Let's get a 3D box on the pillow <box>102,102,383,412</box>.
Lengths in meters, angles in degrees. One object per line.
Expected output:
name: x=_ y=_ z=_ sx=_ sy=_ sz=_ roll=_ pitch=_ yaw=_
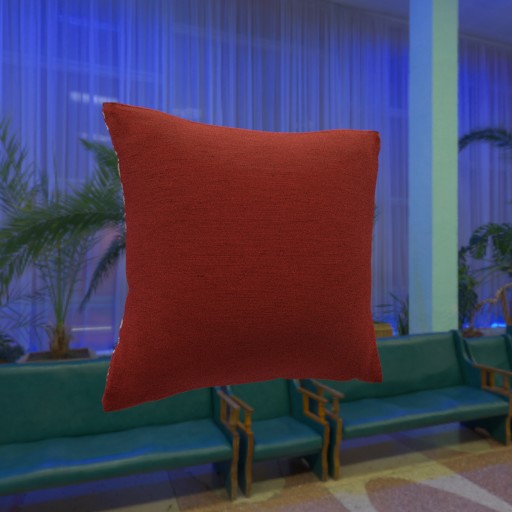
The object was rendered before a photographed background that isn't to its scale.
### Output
pillow: x=0.000 y=0.000 z=0.667 sx=0.438 sy=0.419 sz=0.162 roll=0 pitch=0 yaw=-19
